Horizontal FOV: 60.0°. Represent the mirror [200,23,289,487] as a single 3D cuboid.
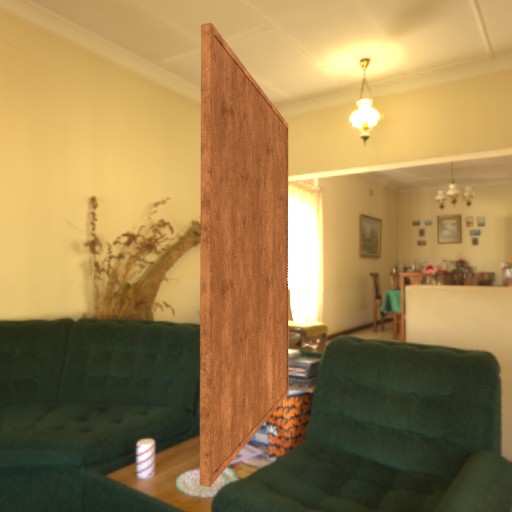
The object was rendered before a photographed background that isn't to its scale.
[{"bbox_3d":[0.000,0.000,1.429,0.028,1.099,0.796,0,-1,18],"label":"mirror"}]
